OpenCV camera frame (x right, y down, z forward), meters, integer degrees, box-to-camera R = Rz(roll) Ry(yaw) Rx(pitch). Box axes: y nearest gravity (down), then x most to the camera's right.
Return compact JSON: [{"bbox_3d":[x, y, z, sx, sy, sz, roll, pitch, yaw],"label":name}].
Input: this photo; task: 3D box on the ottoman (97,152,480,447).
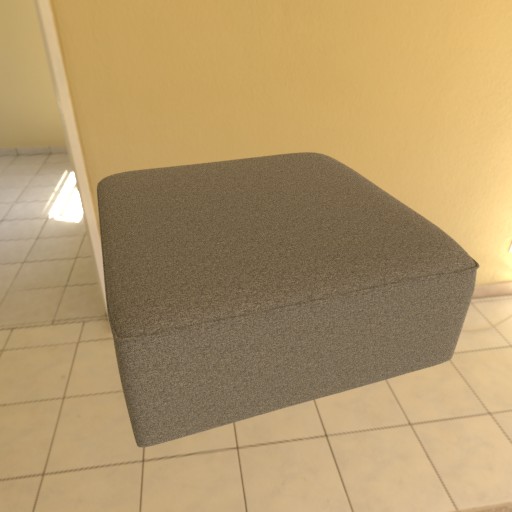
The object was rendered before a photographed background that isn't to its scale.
[{"bbox_3d":[0.000,0.000,1.583,1.005,0.464,1.015,-10,33,-16],"label":"ottoman"}]
